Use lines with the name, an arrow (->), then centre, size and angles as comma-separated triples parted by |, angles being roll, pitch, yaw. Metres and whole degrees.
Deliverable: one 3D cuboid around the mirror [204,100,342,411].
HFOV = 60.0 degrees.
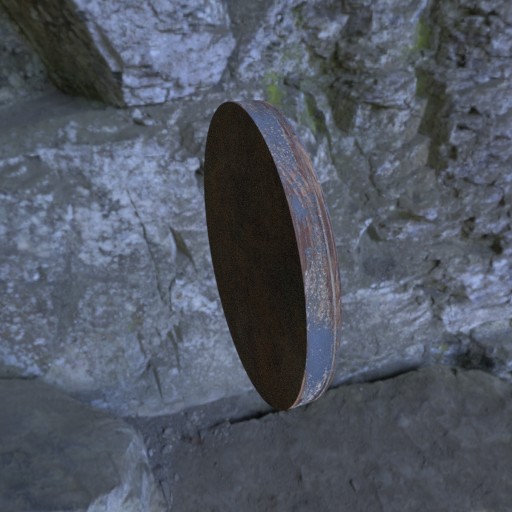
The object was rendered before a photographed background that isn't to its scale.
mirror -> 0.000, 0.000, 0.880 | 0.061, 0.585, 0.585 | -11, 32, -17
